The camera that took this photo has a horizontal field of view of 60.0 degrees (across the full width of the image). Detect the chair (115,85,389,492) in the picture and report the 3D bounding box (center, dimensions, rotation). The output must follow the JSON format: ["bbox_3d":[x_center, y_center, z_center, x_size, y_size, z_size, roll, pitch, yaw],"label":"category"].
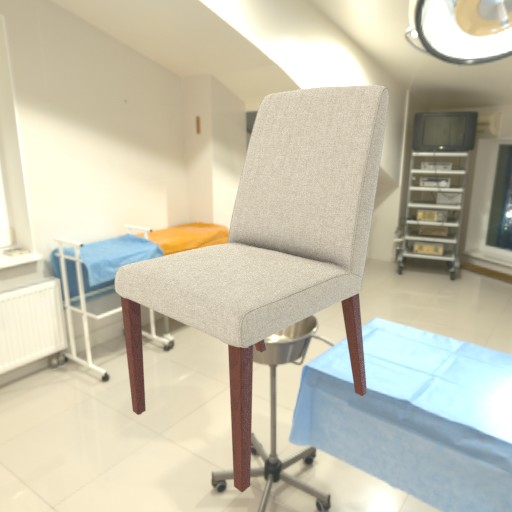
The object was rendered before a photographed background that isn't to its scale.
[{"bbox_3d":[0.000,0.000,1.200,0.480,0.900,0.594,14,20,41],"label":"chair"}]
